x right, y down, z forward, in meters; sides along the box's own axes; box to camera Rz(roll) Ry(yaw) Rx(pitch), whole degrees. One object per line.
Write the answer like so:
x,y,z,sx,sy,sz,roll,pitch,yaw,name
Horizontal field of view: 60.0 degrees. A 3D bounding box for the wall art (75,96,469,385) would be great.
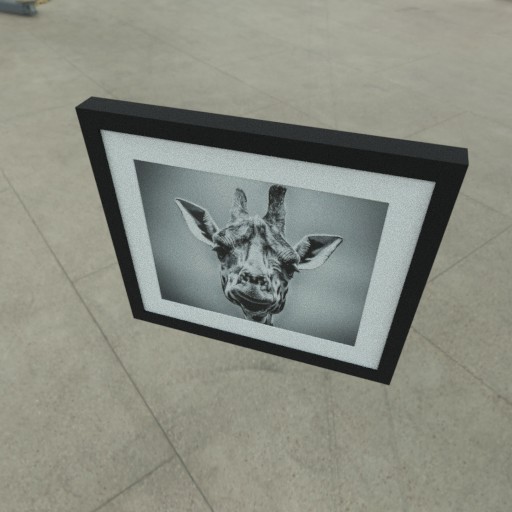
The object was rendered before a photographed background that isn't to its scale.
0.000,0.000,0.531,0.381,0.330,0.031,12,43,13,wall art
